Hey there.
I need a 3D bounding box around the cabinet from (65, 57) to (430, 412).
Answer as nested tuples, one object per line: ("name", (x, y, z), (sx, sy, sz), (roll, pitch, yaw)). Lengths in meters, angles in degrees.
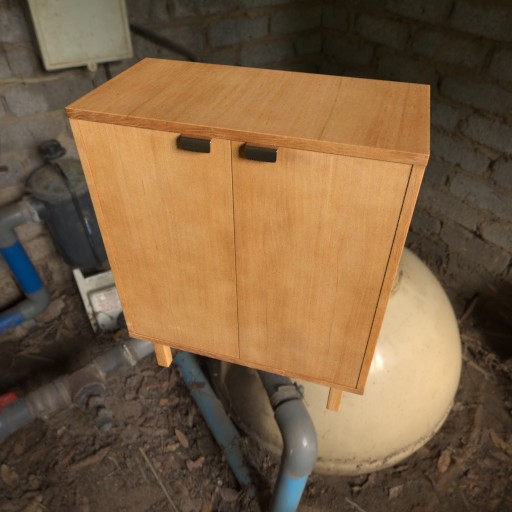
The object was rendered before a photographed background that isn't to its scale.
("cabinet", (0.000, 0.000, 1.387), (0.800, 1.001, 0.419), (11, 41, 13))
